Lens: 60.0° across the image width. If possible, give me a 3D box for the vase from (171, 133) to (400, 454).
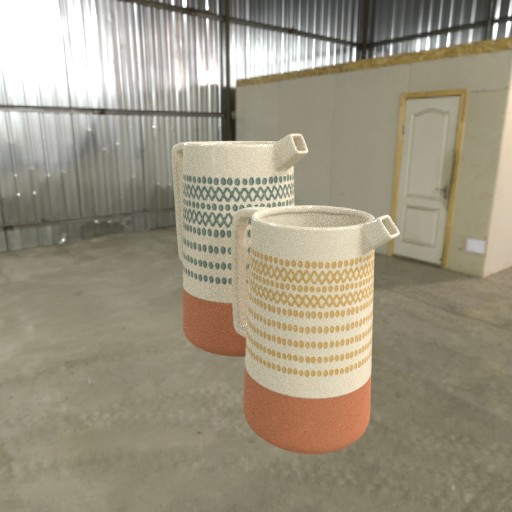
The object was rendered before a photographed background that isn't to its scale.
[{"bbox_3d":[0.000,0.000,0.465,0.168,0.247,0.326,-3,16,-9],"label":"vase"}]
